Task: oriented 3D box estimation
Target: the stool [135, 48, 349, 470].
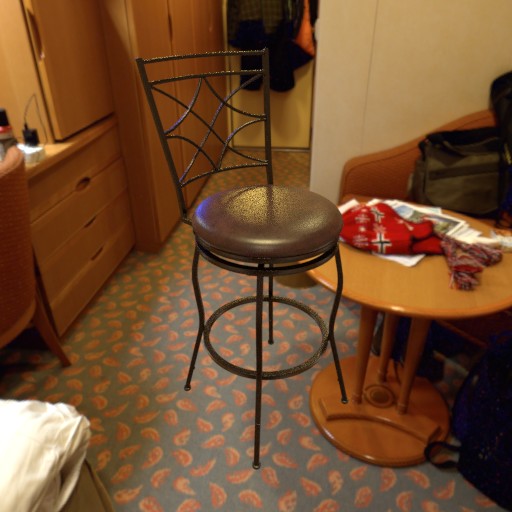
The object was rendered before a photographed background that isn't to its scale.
[{"bbox_3d":[0.000,0.000,1.369,0.434,1.117,0.534,-22,36,-33],"label":"stool"}]
